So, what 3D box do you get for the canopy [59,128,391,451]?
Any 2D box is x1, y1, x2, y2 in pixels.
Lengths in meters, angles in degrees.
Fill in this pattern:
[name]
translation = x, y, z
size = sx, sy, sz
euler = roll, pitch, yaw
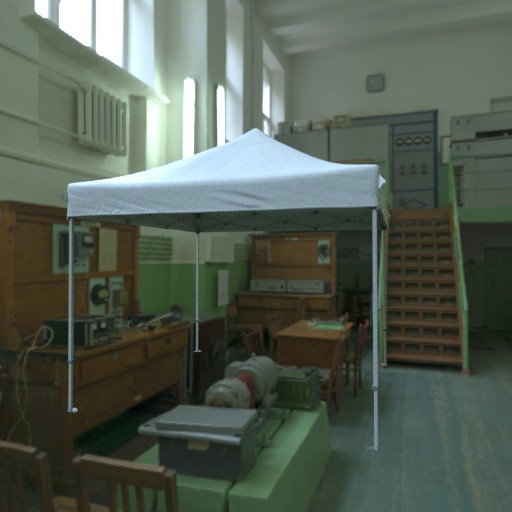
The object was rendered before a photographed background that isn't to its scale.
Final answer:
[canopy]
translation = 0.000, 0.000, 5.204
size = 2.996, 2.998, 2.994
euler = 0, 0, 18
